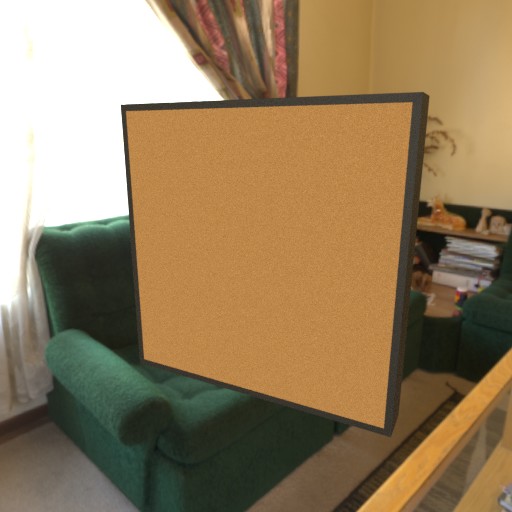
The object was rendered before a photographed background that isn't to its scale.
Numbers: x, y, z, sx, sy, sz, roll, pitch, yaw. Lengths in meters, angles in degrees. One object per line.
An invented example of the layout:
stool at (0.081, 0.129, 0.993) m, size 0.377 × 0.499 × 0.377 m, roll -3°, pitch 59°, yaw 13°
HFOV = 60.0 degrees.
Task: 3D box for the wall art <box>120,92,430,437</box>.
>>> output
wall art at (0.000, 0.000, 0.458) m, size 0.304 × 0.304 × 0.038 m, roll 8°, pitch 17°, yaw 26°
